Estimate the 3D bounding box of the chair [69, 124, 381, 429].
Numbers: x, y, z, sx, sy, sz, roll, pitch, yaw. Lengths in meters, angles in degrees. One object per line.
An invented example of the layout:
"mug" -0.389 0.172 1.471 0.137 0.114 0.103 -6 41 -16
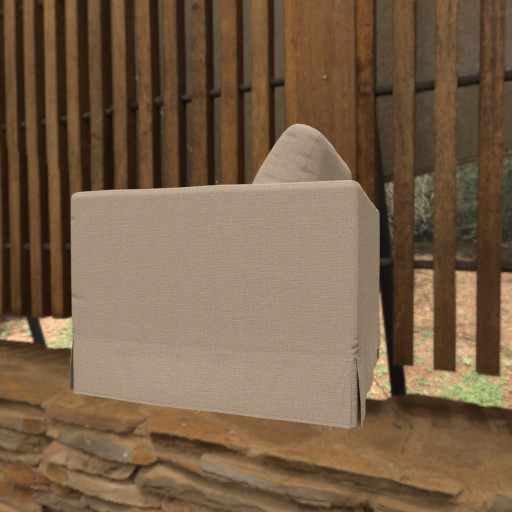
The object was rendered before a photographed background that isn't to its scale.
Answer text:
"chair" 0.000 0.000 1.832 0.957 0.878 1.150 0 2 18
